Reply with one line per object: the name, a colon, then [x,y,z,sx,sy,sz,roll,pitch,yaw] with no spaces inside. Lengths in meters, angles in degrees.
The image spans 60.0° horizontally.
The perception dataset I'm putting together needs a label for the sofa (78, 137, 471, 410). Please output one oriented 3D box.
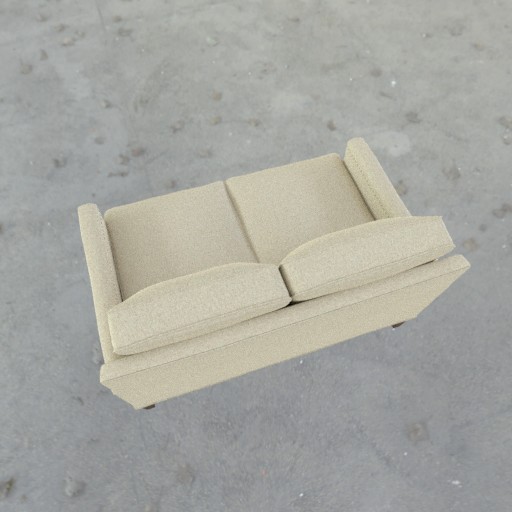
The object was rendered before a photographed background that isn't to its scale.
sofa: [0.000,0.000,2.234,1.597,1.003,1.084,-16,60,-9]
